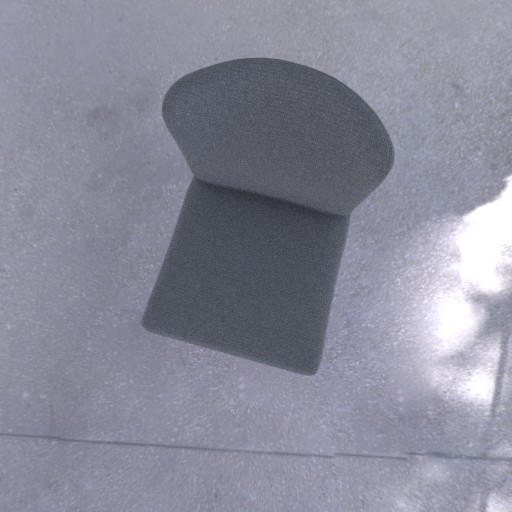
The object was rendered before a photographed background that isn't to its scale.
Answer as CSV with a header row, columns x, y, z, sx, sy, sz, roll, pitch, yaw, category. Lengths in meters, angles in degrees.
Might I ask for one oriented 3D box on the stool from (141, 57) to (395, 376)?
x,y,z,sx,sy,sz,roll,pitch,yaw,category
0.000,0.000,1.263,0.479,0.968,0.568,15,76,4,stool
